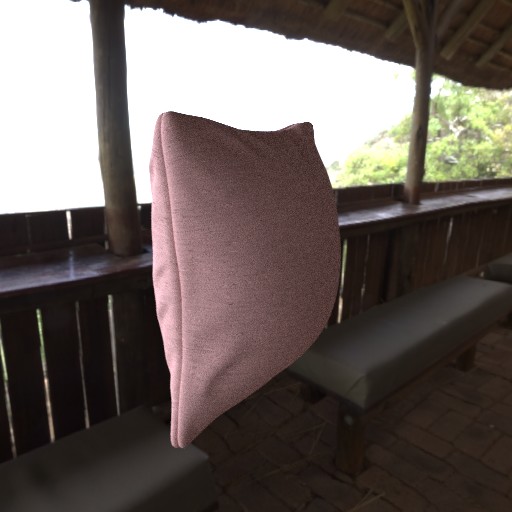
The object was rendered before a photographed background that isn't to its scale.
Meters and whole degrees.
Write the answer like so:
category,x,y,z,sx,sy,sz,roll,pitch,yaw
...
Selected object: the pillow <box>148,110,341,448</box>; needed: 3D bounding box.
category,x,y,z,sx,sy,sz,roll,pitch,yaw
pillow,0.000,0.000,0.692,0.246,0.415,0.432,8,17,26
